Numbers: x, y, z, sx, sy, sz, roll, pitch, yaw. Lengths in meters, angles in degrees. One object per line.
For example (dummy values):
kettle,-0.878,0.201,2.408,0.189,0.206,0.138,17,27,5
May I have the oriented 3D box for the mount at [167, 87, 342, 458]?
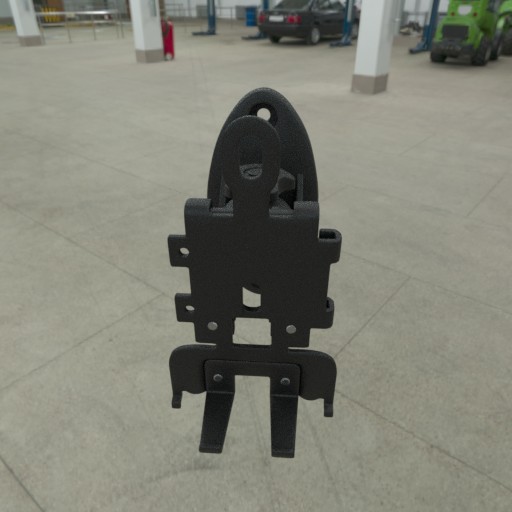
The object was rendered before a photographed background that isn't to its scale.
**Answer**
mount,0.000,0.000,0.174,0.066,0.118,0.100,2,31,3
